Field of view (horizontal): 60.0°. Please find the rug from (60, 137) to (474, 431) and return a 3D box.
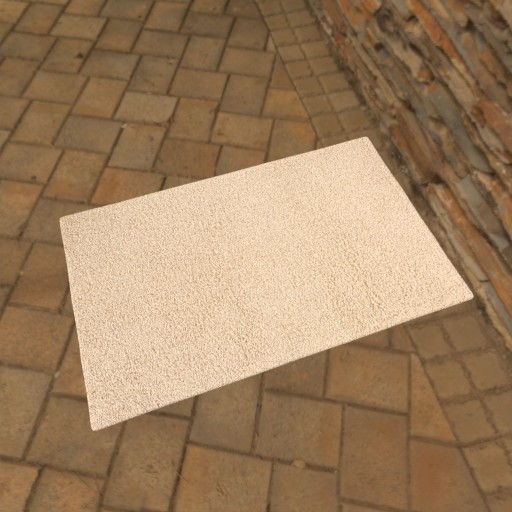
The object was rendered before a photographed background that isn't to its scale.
[{"bbox_3d":[0.000,0.000,3.004,2.438,0.030,1.524,-17,60,-10],"label":"rug"}]
